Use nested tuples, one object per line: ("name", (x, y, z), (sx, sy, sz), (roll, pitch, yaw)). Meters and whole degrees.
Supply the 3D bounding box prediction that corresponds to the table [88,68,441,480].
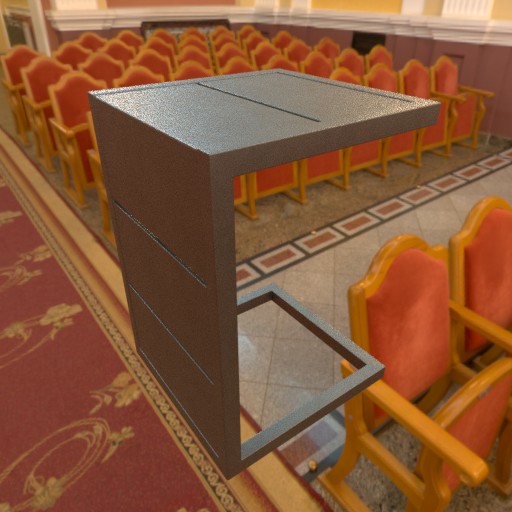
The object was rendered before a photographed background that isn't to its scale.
("table", (0.000, 0.000, 0.882), (0.420, 0.609, 0.405), (-21, 37, -30))
